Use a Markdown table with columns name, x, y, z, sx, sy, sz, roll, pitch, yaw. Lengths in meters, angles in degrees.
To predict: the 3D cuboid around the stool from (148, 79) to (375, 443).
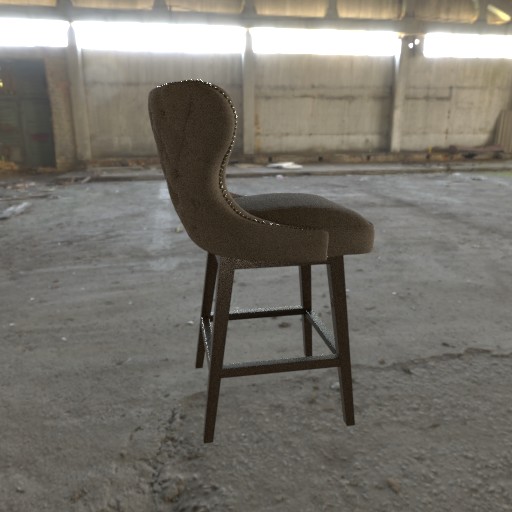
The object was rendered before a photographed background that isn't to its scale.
| name | x | y | z | sx | sy | sz | roll | pitch | yaw |
| --- | --- | --- | --- | --- | --- | --- | --- | --- | --- |
| stool | 0.000 | 0.000 | 1.379 | 0.597 | 0.972 | 0.615 | -3 | 16 | -10 |
